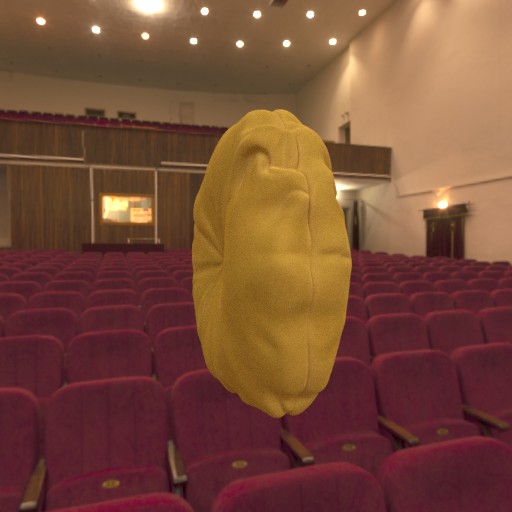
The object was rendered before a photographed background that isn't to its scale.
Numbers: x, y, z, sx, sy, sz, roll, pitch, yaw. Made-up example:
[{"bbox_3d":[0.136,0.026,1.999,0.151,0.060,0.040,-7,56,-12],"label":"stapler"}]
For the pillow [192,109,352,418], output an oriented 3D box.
[{"bbox_3d":[0.000,0.000,0.648,0.148,0.407,0.428,0,1,-18],"label":"pillow"}]
